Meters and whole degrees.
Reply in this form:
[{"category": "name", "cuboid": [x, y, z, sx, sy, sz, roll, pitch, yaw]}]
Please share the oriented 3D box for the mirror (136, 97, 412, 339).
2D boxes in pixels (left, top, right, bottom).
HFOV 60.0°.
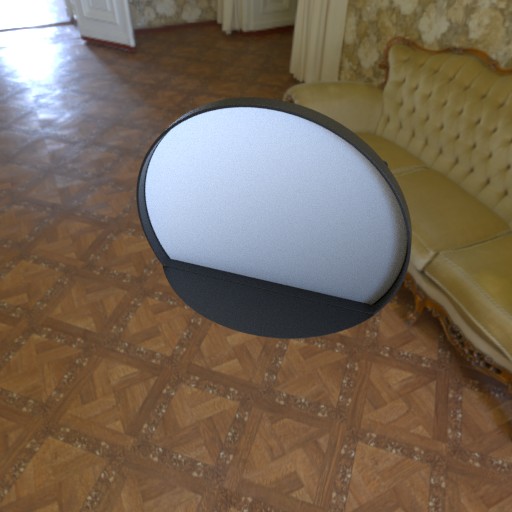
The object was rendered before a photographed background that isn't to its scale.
[{"category": "mirror", "cuboid": [0.000, 0.000, 0.698, 0.457, 0.457, 0.133, 12, 43, 13]}]
